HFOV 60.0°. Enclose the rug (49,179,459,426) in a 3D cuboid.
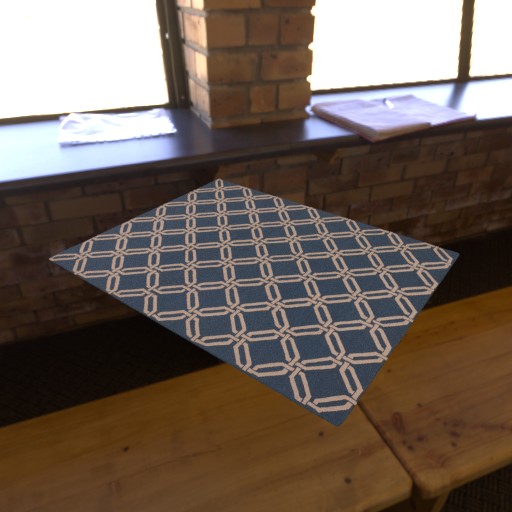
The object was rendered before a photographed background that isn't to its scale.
[{"bbox_3d":[0.000,0.000,3.924,2.867,0.020,2.277,22,38,31],"label":"rug"}]
